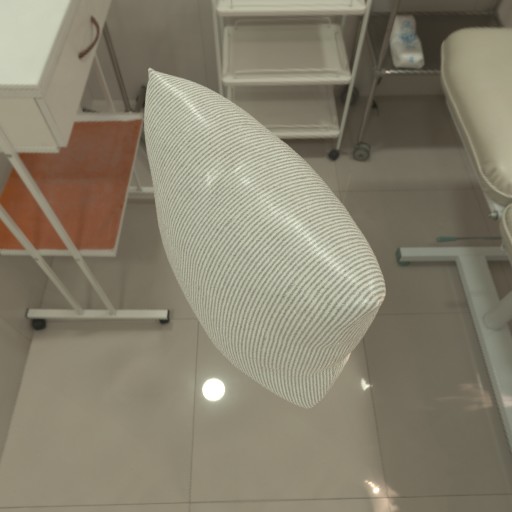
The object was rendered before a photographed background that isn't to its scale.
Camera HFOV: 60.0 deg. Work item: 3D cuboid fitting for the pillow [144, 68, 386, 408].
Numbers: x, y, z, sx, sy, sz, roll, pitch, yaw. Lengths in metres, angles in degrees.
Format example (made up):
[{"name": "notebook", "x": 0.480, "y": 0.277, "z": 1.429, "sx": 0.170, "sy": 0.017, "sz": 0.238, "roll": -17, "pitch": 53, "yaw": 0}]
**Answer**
[{"name": "pillow", "x": 0.000, "y": 0.000, "z": 0.692, "sx": 0.310, "sy": 0.432, "sz": 0.387, "roll": -1, "pitch": 58, "yaw": -1}]
